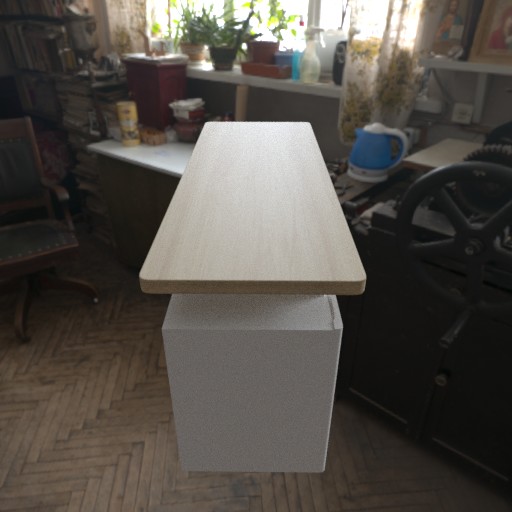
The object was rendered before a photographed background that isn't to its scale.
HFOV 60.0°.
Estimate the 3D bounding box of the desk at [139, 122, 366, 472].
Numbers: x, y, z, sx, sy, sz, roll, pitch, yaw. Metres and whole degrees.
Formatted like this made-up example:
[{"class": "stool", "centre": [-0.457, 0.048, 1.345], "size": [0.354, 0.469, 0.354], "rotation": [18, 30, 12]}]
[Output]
[{"class": "desk", "centre": [0.000, 0.000, 1.887], "size": [0.550, 0.755, 1.500], "rotation": [0, 31, 1]}]
